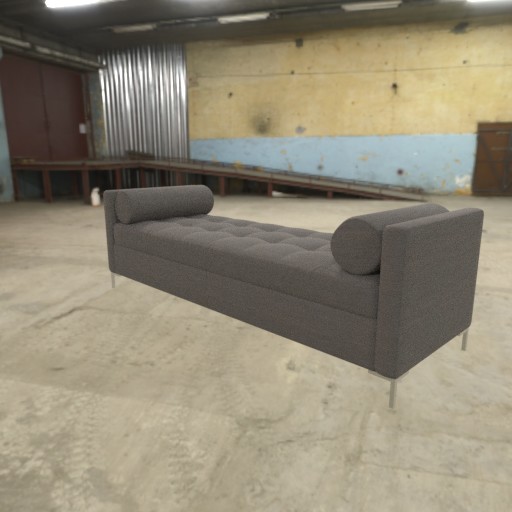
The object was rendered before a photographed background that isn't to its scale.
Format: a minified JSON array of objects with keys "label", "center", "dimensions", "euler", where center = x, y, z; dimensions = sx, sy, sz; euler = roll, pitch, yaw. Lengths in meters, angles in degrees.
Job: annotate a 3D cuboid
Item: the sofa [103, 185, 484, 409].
[{"label":"sofa","center":[0.000,0.000,2.330],"dimensions":[1.981,0.635,0.686],"euler":[13,18,44]}]
